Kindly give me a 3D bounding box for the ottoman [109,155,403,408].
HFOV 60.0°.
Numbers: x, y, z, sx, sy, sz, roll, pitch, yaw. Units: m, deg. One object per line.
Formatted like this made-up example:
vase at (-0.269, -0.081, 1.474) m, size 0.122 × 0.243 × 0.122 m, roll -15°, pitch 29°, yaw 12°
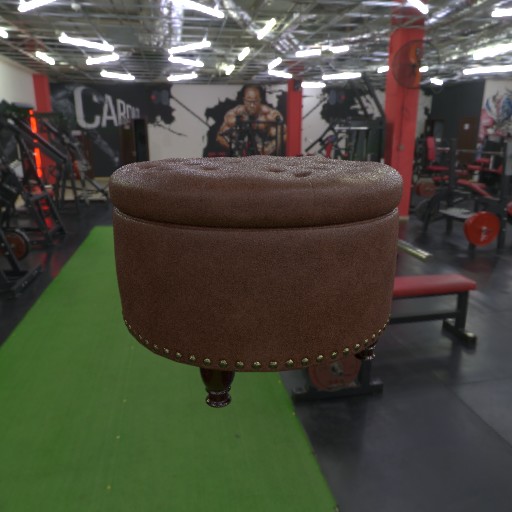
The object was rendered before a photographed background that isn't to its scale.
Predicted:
ottoman at (0.000, 0.000, 1.054) m, size 0.637 × 0.442 × 0.637 m, roll 0°, pitch 16°, yaw 0°
